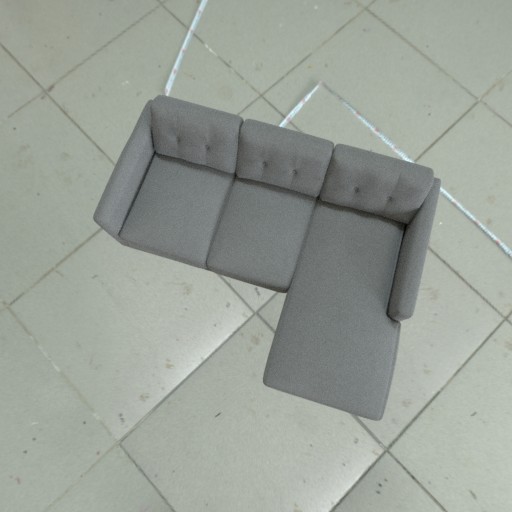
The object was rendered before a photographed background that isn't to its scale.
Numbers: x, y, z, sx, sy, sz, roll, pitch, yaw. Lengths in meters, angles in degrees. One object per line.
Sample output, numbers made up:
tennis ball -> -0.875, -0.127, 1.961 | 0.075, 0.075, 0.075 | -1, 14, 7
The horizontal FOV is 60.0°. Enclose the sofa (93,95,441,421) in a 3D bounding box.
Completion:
sofa -> 0.000, 0.000, 2.890 | 2.040, 0.860, 1.530 | 16, 76, 4
